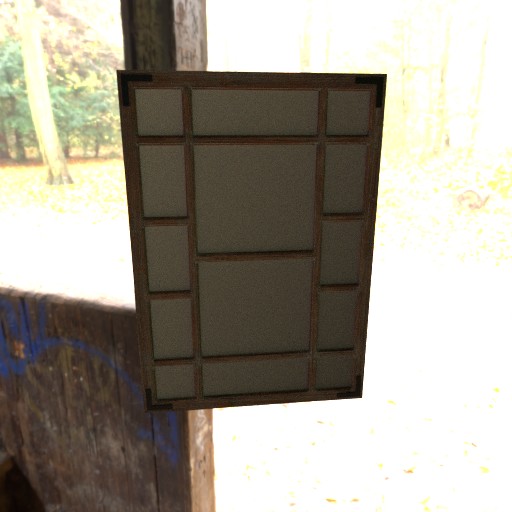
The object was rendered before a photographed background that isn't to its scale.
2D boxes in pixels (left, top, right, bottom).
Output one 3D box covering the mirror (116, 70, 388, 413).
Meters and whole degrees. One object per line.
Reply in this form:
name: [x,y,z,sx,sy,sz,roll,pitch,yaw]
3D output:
mirror: [0.000,0.000,1.291,0.705,0.996,0.025,-2,16,-6]
